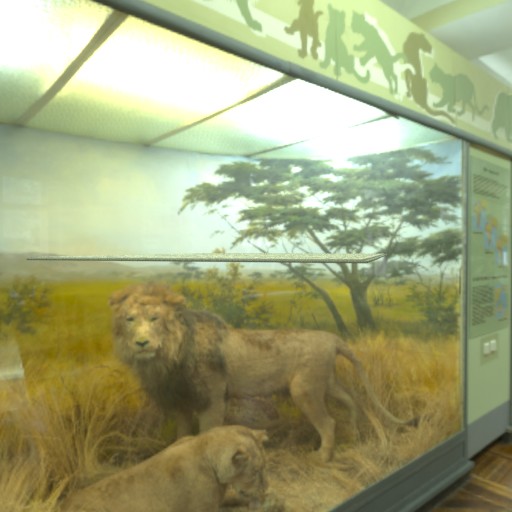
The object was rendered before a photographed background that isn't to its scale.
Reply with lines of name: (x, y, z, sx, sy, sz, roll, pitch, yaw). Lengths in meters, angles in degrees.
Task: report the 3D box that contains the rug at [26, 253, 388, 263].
rug: (0.000, 0.000, 2.938, 1.608, 0.014, 2.213, 0, 1, 18)
